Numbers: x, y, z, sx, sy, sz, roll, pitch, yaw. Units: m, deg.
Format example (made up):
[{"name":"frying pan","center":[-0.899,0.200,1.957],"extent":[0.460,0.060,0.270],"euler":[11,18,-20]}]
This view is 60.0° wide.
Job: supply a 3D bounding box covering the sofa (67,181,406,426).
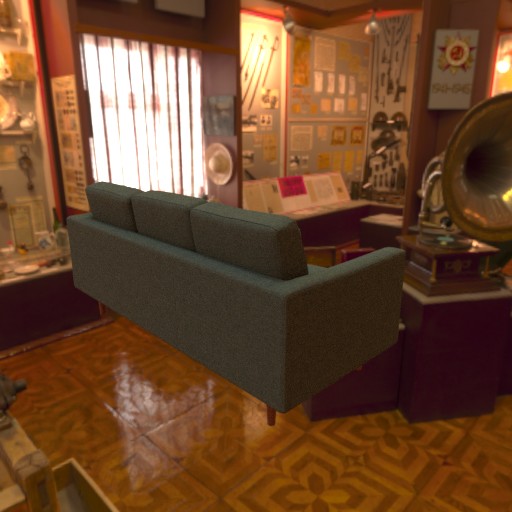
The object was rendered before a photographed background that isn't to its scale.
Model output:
[{"name":"sofa","center":[0.000,0.000,2.942],"extent":[1.667,0.957,2.055],"euler":[-15,22,-42]}]
